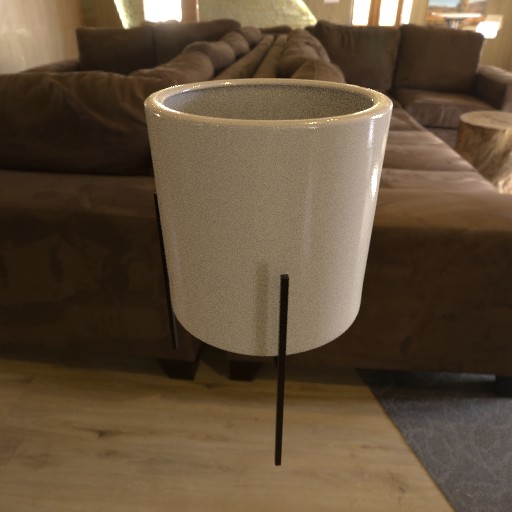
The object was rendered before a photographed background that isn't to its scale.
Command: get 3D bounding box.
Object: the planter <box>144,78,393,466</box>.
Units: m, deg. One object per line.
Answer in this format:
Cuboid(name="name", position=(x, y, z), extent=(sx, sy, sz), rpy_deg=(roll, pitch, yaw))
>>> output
Cuboid(name="planter", position=(0.000, 0.000, 0.620), extent=(0.308, 0.431, 0.307), rpy_deg=(10, 31, 18))
